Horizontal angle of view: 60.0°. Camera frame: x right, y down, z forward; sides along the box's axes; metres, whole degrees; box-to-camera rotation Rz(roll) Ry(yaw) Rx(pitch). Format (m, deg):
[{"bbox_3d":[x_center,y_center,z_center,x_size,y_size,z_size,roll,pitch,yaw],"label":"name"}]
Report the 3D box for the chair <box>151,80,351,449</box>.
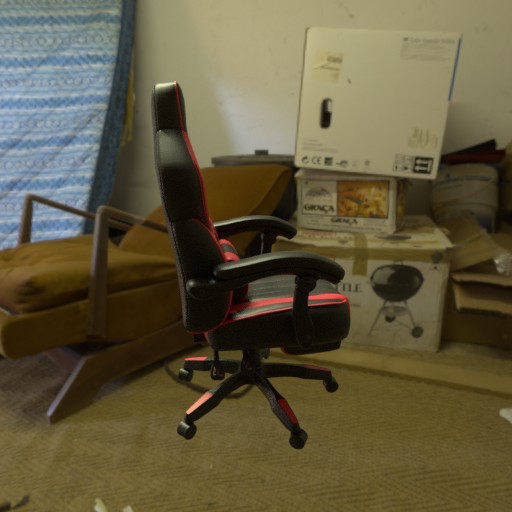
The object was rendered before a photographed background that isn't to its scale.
[{"bbox_3d":[0.000,0.000,1.679,0.700,1.220,0.700,-3,16,-9],"label":"chair"}]
